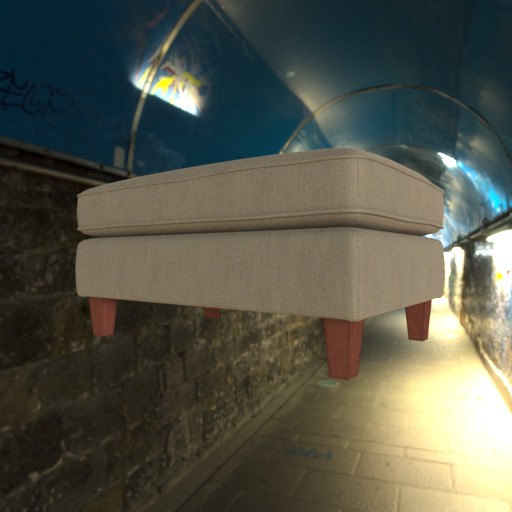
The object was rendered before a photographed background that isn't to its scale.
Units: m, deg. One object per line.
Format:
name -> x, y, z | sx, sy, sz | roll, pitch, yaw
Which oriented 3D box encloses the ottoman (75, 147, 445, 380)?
ottoman -> 0.000, 0.000, 1.311 | 0.941, 0.480, 0.636 | 0, 0, 36
